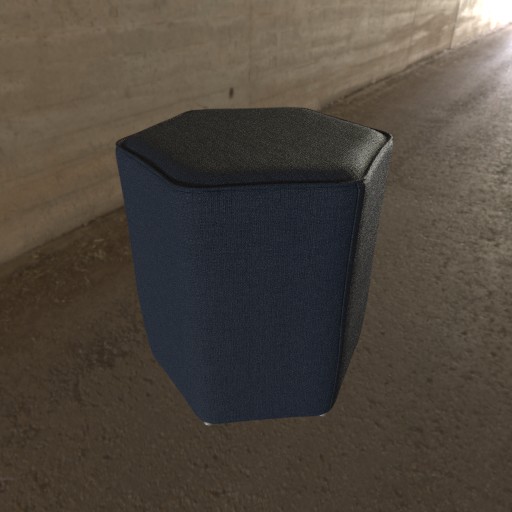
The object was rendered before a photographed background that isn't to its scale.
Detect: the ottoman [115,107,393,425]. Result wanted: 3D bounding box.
[{"bbox_3d":[0.000,0.000,0.903,0.492,0.505,0.454,-1,32,-1],"label":"ottoman"}]
